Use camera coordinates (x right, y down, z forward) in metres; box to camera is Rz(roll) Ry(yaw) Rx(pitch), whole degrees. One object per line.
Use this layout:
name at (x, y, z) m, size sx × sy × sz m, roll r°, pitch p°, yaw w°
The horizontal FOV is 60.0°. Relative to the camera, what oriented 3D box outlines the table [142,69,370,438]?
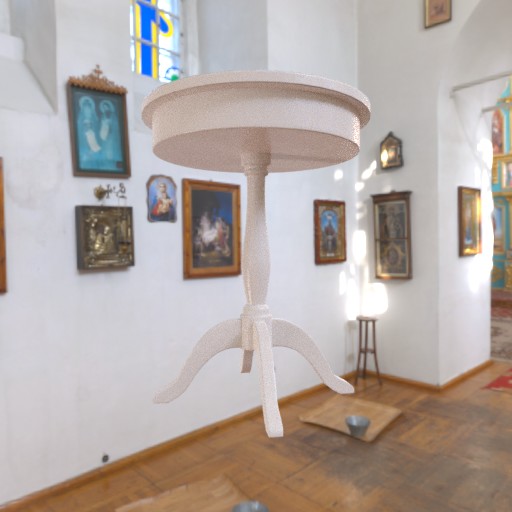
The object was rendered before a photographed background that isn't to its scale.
table at (0.000, 0.000, 1.027) m, size 0.513 × 0.653 × 0.513 m, roll 0°, pitch 1°, yaw 0°
